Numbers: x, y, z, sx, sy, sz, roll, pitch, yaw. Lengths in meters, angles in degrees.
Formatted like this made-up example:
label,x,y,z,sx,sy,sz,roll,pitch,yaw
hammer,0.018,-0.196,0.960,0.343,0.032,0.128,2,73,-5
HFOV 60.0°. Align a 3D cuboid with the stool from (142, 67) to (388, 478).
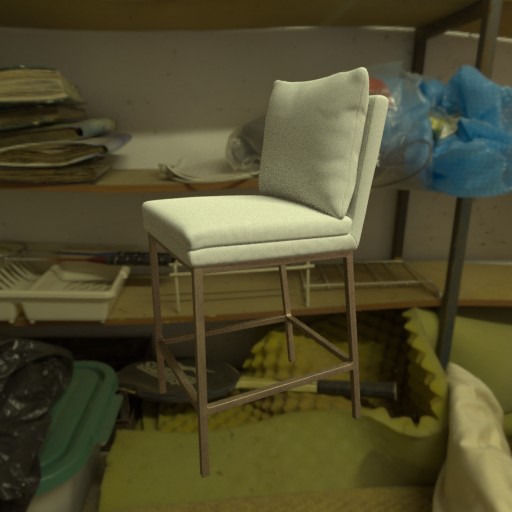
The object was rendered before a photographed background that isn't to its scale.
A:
label,x,y,z,sx,sy,sz,roll,pitch,yaw
stool,0.000,0.000,1.329,0.572,1.032,0.463,-8,18,-26
